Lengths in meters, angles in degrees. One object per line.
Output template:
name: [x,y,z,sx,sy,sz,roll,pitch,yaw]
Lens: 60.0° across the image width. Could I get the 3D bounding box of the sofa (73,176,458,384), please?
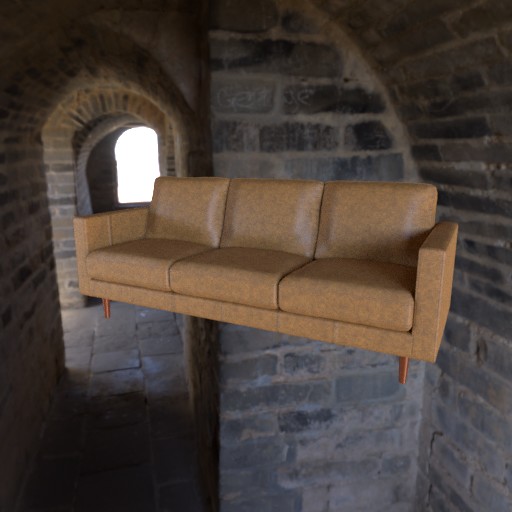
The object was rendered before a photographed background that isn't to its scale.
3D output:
sofa: [0.000,0.000,2.772,2.231,0.930,0.903,6,14,26]
